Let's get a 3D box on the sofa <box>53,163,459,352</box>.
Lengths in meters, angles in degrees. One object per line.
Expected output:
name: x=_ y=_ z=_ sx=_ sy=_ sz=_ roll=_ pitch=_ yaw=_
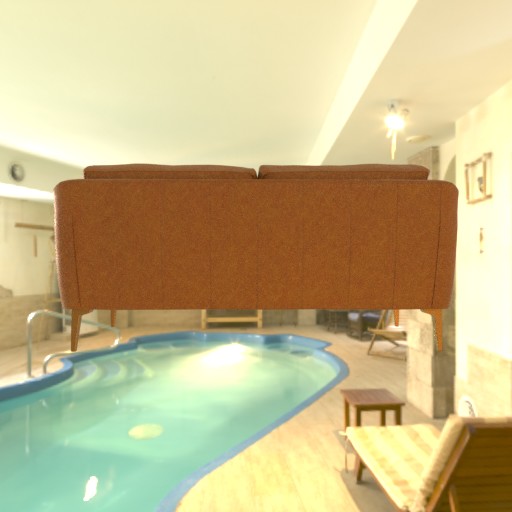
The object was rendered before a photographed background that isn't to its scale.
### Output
sofa: x=0.000 y=0.000 z=2.557 sx=2.036 sy=0.945 sz=0.981 roll=0 pitch=-1 yaw=-1
